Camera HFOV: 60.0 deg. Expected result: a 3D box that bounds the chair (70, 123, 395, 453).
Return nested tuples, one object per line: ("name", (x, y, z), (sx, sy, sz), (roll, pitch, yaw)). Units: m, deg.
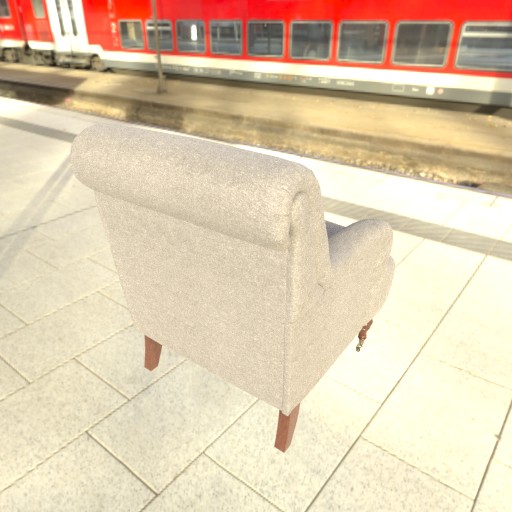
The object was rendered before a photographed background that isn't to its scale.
("chair", (0.000, 0.000, 1.542), (0.766, 0.942, 0.843), (19, 34, 31))
